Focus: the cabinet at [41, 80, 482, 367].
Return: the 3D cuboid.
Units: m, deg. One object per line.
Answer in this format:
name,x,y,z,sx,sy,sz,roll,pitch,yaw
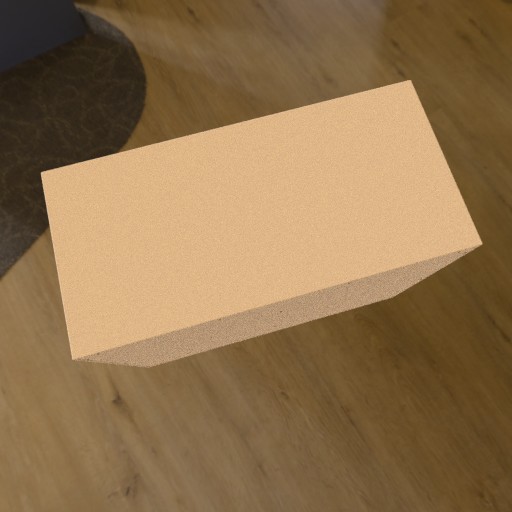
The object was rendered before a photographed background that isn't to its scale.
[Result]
cabinet,0.000,0.000,1.245,0.800,0.761,0.398,-15,75,-4
